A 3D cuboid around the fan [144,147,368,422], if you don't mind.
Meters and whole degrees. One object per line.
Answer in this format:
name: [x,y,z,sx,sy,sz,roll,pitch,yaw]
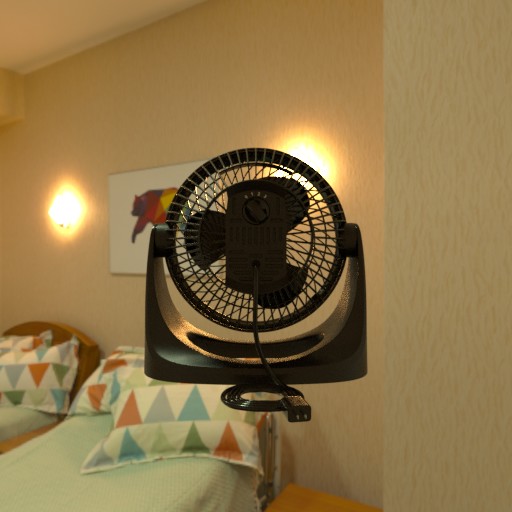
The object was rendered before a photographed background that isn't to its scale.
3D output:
fan: [0.000,0.000,0.488,0.273,0.277,0.256,0,0,0]
